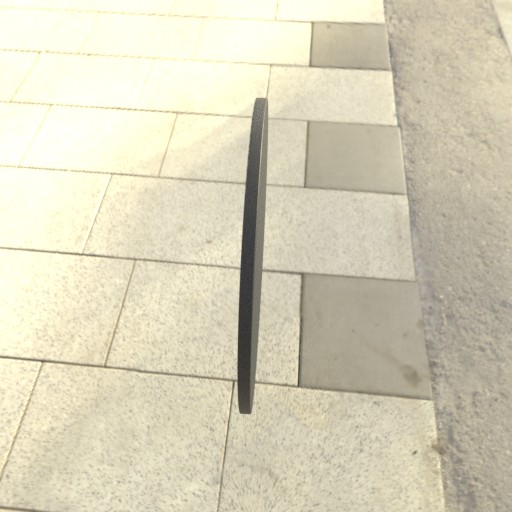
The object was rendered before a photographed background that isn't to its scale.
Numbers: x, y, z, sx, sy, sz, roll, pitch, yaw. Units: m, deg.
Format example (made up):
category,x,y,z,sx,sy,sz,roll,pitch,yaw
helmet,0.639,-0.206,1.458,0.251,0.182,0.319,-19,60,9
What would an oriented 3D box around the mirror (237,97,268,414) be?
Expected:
category,x,y,z,sx,sy,sz,roll,pitch,yaw
mirror,0.000,0.000,1.601,0.036,1.077,1.077,3,57,2
